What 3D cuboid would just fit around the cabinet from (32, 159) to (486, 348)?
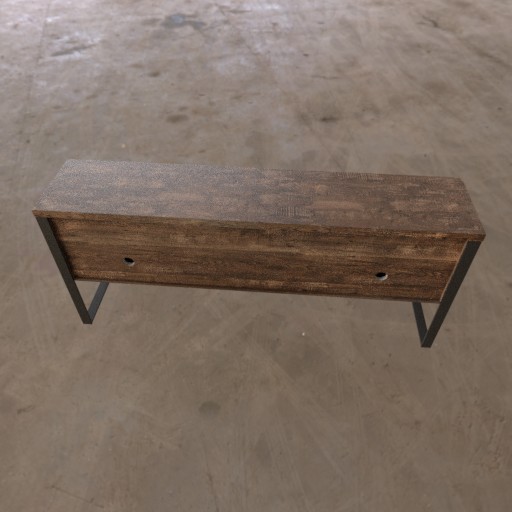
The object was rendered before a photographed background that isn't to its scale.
[{"bbox_3d":[0.000,0.000,2.155,1.800,0.762,0.395,3,45,3],"label":"cabinet"}]
